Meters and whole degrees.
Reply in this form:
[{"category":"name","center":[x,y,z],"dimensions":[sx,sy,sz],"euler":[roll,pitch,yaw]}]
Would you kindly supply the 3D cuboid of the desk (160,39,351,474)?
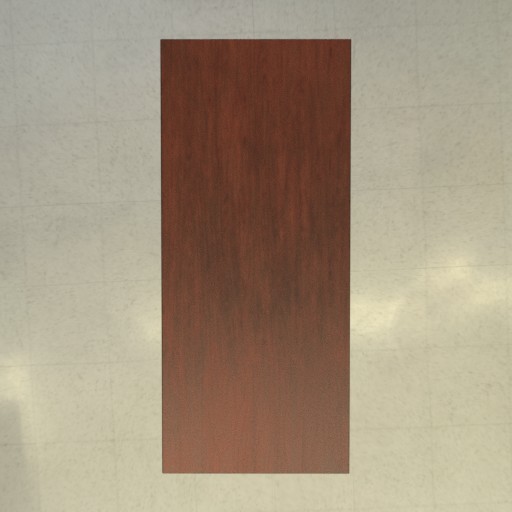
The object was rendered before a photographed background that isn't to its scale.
[{"category":"desk","center":[0.000,0.000,1.778],"dimensions":[0.600,0.761,1.372],"euler":[0,91,0]}]
